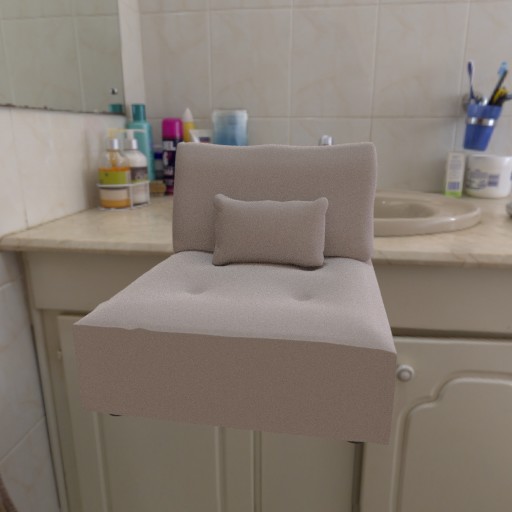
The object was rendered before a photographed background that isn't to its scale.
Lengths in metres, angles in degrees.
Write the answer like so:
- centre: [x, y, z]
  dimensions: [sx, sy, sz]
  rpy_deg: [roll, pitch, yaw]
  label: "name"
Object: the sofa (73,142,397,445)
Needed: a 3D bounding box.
- centre: [0.000, 0.000, 1.676]
  dimensions: [0.935, 0.828, 1.000]
  rpy_deg: [3, 15, 10]
  label: "sofa"
